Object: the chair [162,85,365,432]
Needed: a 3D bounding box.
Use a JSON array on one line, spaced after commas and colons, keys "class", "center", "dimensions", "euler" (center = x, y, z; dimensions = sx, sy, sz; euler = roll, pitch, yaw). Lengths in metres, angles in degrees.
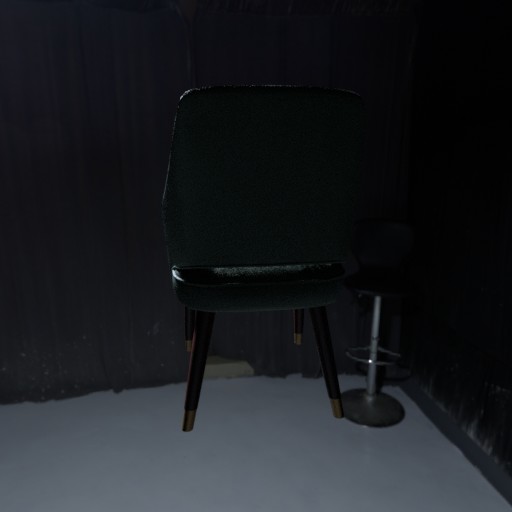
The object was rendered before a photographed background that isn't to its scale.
[{"class": "chair", "center": [0.000, 0.000, 1.620], "dimensions": [0.683, 1.081, 0.794], "euler": [-2, 14, -8]}]
